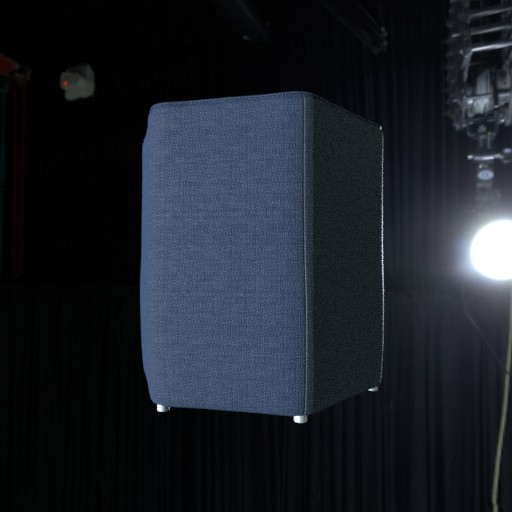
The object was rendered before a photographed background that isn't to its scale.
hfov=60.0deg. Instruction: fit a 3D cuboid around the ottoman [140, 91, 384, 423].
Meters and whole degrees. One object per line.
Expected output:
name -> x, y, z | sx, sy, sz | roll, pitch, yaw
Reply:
ottoman -> 0.000, 0.000, 0.889 | 0.492, 0.505, 0.454 | 0, -1, 17
